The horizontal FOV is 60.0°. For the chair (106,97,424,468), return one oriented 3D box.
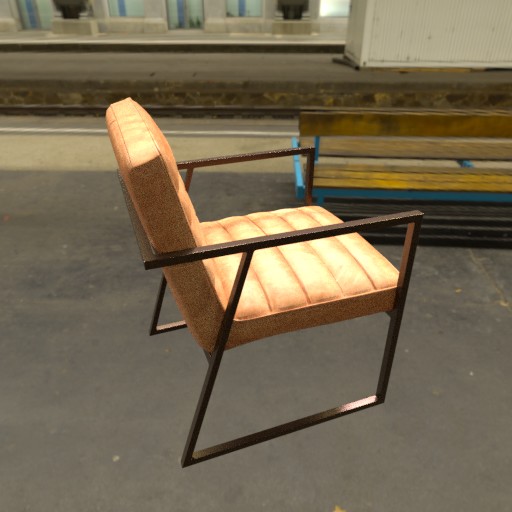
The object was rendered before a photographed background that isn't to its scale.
[{"bbox_3d":[0.000,0.000,1.253,0.677,0.832,0.571,-11,32,-17],"label":"chair"}]
